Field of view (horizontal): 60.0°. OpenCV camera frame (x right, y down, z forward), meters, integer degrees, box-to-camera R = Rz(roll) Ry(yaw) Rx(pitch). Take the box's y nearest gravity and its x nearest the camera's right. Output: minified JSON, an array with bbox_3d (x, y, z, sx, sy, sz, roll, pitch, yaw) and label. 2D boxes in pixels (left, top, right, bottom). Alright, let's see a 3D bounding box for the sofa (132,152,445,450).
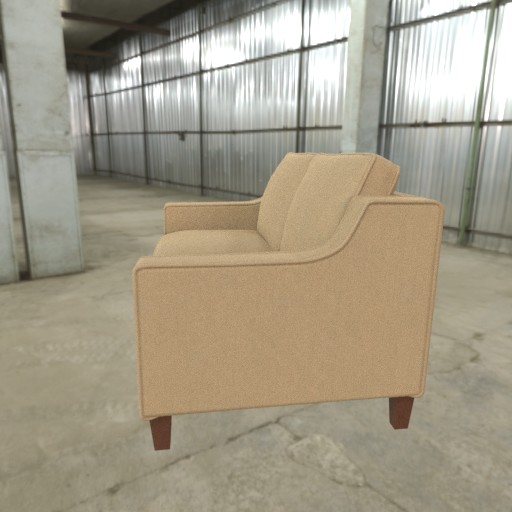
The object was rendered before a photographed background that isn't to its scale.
[{"bbox_3d":[0.000,0.000,2.108,0.987,0.971,1.501,-2,14,-7],"label":"sofa"}]
